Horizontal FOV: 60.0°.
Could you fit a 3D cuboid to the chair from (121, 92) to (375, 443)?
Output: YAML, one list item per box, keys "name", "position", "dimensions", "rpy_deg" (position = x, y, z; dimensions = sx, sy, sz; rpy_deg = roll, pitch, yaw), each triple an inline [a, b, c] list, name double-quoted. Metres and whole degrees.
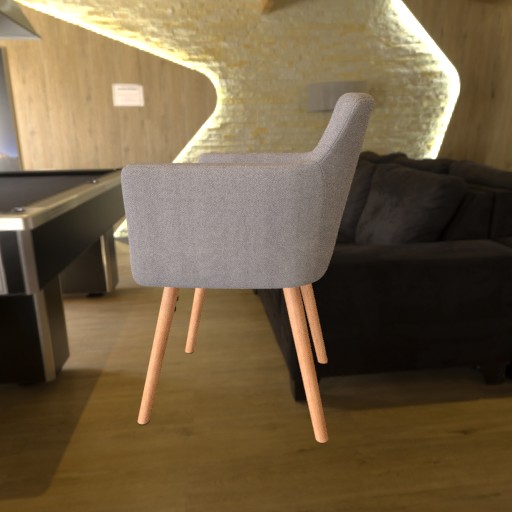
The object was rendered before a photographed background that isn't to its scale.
- name: "chair"
  position: [0.000, 0.000, 1.147]
  dimensions: [0.540, 0.780, 0.570]
  rpy_deg: [2, 15, 9]
